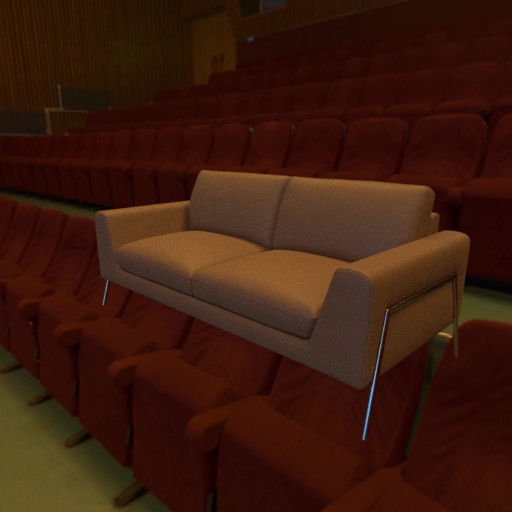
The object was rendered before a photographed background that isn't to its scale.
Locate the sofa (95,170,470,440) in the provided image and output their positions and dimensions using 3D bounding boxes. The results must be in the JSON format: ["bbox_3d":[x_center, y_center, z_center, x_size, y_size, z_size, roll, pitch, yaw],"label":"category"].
[{"bbox_3d":[0.000,0.000,2.529,2.017,0.875,0.953,14,20,42],"label":"sofa"}]
